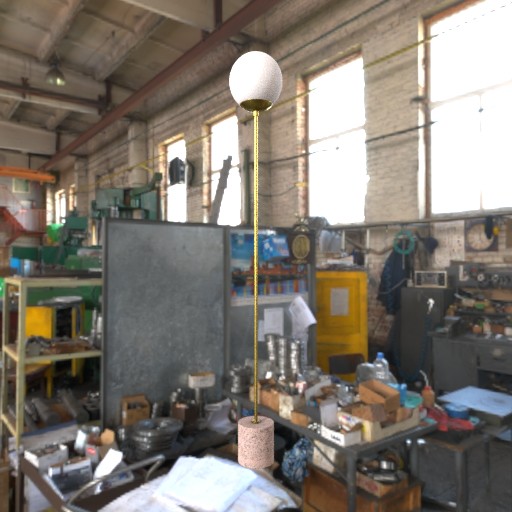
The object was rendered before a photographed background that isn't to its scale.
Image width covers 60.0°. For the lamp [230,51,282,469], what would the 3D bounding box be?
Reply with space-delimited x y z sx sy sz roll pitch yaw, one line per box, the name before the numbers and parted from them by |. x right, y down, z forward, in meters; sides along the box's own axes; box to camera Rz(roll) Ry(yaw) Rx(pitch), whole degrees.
lamp | 0.000 0.000 1.906 0.229 1.748 0.229 0 -1 19
